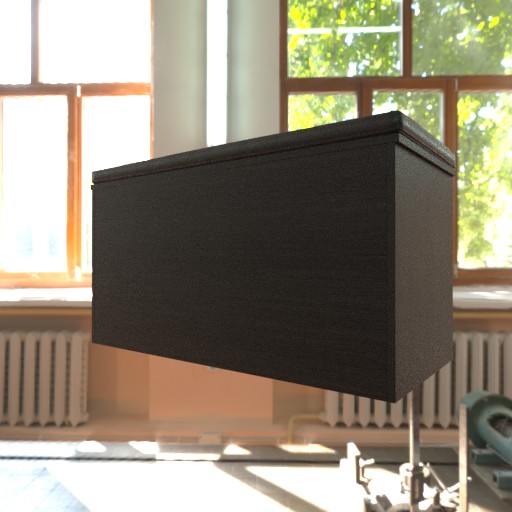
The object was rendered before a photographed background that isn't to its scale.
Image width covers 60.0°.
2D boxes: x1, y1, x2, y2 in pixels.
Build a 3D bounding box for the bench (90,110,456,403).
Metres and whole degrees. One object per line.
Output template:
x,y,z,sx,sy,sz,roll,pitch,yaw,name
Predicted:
0.000,0.000,1.175,0.905,0.501,0.401,0,0,37,bench
